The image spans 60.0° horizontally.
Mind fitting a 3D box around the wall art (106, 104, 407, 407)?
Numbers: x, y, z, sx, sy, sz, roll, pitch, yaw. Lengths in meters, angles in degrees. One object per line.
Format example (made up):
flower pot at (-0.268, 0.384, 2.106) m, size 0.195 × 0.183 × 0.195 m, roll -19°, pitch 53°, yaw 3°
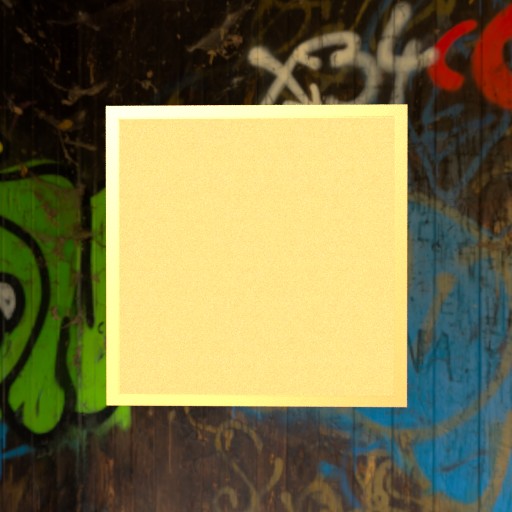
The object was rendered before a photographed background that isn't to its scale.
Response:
wall art at (0.000, 0.000, 2.890) m, size 1.926 × 1.926 × 0.099 m, roll 0°, pitch 0°, yaw 1°
